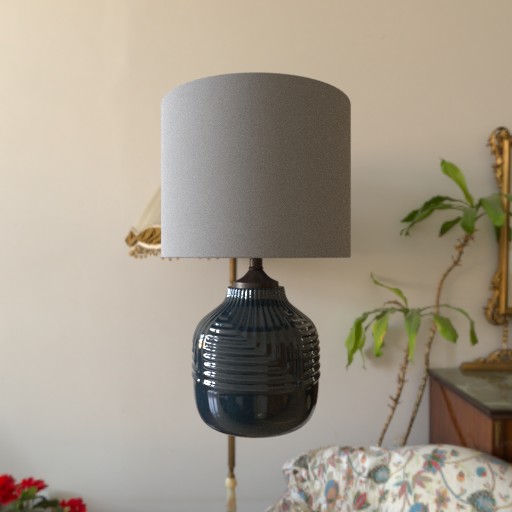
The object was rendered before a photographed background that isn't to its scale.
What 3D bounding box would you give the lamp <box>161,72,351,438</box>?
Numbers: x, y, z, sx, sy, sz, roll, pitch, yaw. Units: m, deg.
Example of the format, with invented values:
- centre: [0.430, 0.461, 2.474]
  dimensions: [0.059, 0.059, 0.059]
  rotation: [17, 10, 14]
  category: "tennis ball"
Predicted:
- centre: [0.000, 0.000, 0.759]
  dimensions: [0.318, 0.567, 0.318]
  rotation: [0, 0, 0]
  category: "lamp"
